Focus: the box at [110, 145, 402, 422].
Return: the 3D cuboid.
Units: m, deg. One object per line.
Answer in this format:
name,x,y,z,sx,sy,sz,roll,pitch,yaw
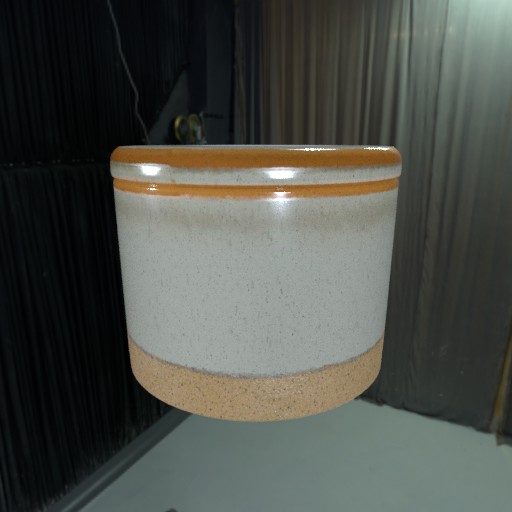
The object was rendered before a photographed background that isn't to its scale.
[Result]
box,0.000,0.000,0.207,0.123,0.100,0.123,0,15,0
